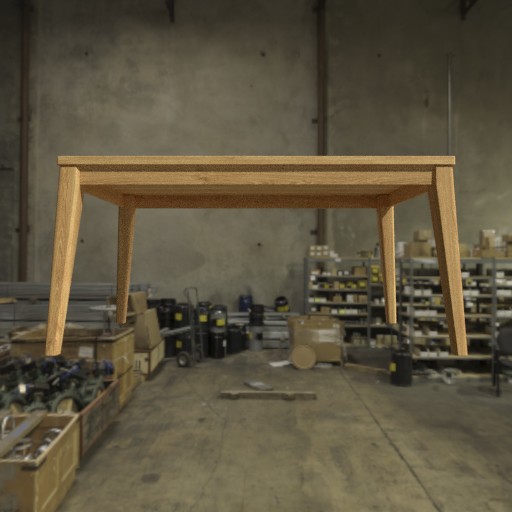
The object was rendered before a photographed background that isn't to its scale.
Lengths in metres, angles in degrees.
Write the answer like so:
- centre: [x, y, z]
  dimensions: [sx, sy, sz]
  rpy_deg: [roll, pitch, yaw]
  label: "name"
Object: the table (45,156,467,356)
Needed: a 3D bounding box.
- centre: [0.000, 0.000, 2.121]
  dimensions: [1.600, 0.760, 0.900]
  rpy_deg: [0, -1, 0]
  label: "table"
